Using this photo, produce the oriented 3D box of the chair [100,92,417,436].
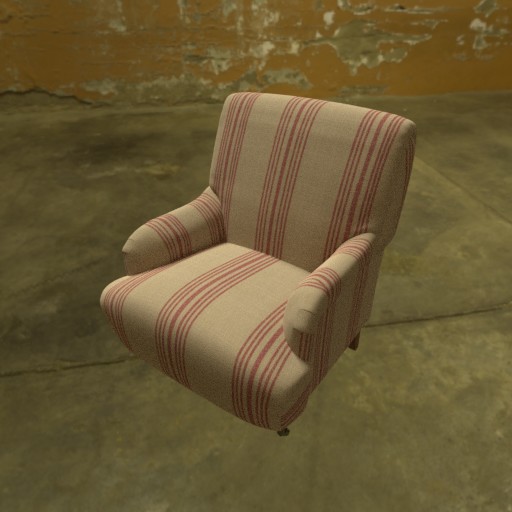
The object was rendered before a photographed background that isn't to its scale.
[{"bbox_3d":[0.000,0.000,1.858,0.933,1.123,1.058,20,37,29],"label":"chair"}]
